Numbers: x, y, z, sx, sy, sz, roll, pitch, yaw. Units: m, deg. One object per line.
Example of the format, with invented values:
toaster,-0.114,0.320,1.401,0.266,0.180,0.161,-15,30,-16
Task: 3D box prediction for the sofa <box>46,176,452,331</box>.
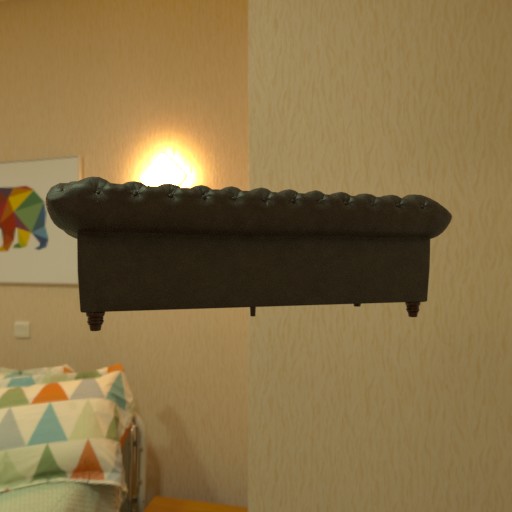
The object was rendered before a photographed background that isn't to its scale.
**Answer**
sofa,0.000,0.000,2.835,2.385,0.783,0.944,0,-1,-17
